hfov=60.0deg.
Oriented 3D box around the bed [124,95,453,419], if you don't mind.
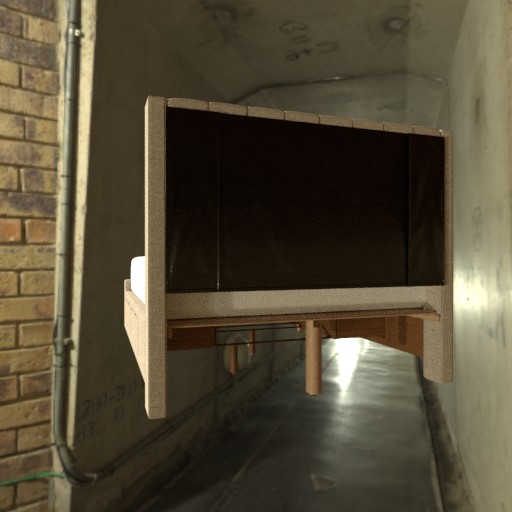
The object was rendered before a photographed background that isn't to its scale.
[{"bbox_3d":[0.000,0.000,3.796,2.044,1.748,2.372,0,0,-20],"label":"bed"}]
